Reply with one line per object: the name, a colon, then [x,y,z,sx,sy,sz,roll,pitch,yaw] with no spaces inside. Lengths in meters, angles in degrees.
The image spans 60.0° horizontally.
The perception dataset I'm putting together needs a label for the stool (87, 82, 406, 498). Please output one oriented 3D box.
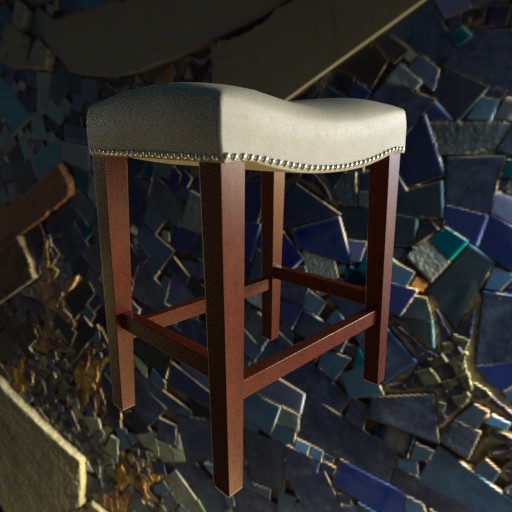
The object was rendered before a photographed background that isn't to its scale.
stool: [0.000,0.000,0.914,0.375,0.632,0.509,14,21,42]
